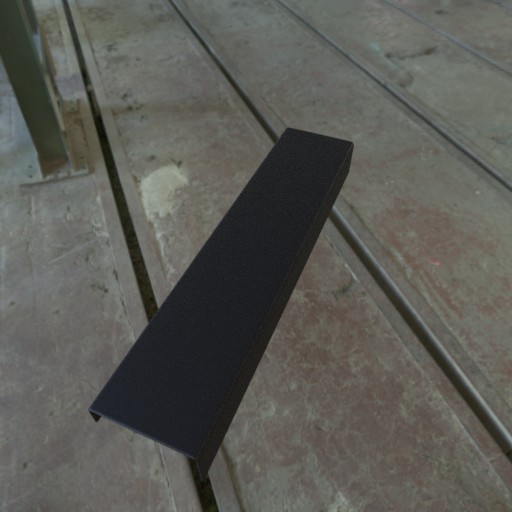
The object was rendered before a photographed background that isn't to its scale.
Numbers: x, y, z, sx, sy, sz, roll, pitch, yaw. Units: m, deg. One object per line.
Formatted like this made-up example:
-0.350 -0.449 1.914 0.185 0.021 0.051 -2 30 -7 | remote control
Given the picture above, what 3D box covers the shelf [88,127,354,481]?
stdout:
0.000 0.000 0.502 0.102 0.053 0.456 18 50 15 | shelf
